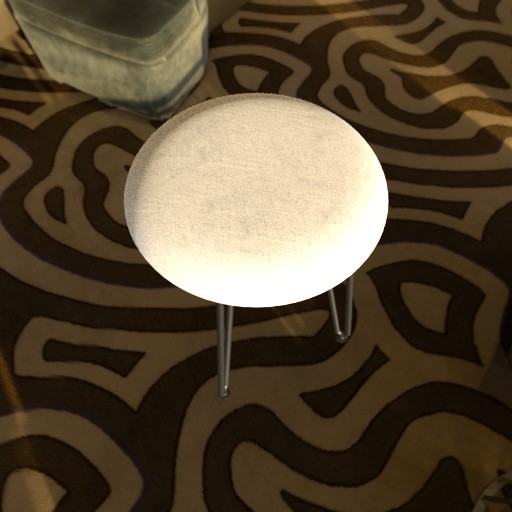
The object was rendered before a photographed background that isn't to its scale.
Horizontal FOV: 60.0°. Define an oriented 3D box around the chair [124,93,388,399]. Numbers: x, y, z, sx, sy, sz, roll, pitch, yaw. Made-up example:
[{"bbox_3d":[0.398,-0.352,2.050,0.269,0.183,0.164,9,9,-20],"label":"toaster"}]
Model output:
[{"bbox_3d":[0.000,0.000,0.662,0.350,0.386,0.350,17,60,10],"label":"chair"}]
